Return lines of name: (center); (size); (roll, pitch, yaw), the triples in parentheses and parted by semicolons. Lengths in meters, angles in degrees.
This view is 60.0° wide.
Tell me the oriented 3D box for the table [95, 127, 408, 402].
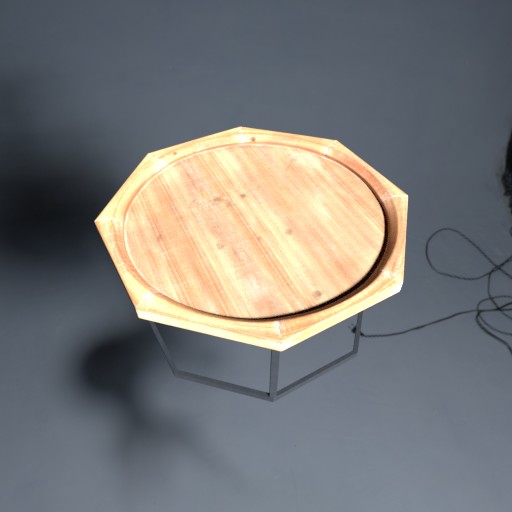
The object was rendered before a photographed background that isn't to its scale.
table: (0.000, 0.000, 1.564); (1.002, 0.444, 1.002); (0, 46, 0)
